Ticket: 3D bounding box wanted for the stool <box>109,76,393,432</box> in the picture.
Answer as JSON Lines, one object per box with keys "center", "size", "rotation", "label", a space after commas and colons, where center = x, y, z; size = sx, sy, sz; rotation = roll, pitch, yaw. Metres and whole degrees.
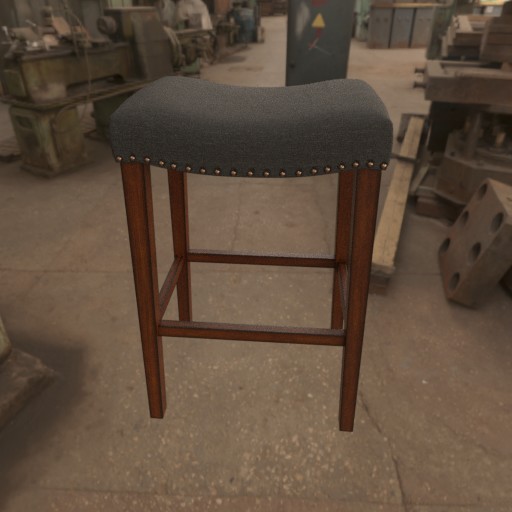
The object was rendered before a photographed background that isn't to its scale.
{"center": [0.000, 0.000, 1.050], "size": [0.502, 0.760, 0.366], "rotation": [2, 32, 4], "label": "stool"}
